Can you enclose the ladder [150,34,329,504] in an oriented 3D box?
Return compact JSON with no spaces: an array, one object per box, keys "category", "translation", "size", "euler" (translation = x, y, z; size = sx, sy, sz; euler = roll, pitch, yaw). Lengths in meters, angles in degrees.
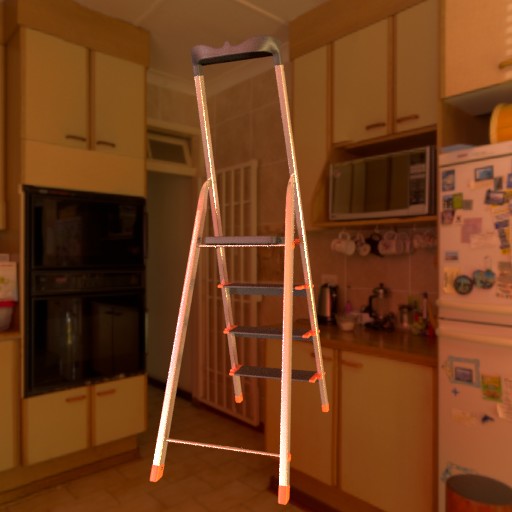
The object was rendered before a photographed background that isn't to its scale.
[{"category":"ladder","translation":[0.000,0.000,1.737],"size":[0.452,1.429,0.834],"euler":[0,0,18]}]
